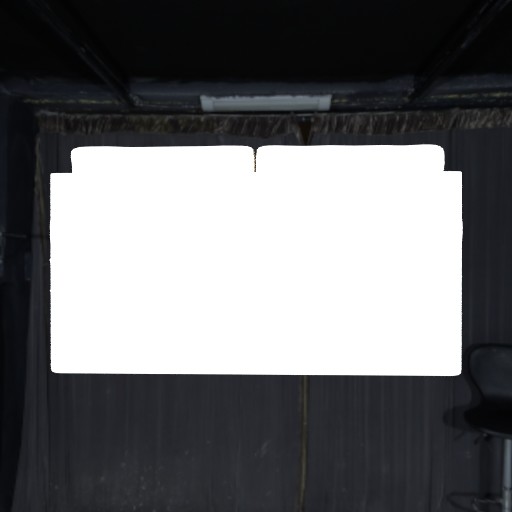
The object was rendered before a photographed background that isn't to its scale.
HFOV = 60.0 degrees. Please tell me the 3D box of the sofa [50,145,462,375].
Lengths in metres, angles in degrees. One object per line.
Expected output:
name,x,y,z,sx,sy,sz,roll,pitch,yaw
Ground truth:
sofa,0.000,0.000,2.231,1.727,0.940,0.991,0,0,1
